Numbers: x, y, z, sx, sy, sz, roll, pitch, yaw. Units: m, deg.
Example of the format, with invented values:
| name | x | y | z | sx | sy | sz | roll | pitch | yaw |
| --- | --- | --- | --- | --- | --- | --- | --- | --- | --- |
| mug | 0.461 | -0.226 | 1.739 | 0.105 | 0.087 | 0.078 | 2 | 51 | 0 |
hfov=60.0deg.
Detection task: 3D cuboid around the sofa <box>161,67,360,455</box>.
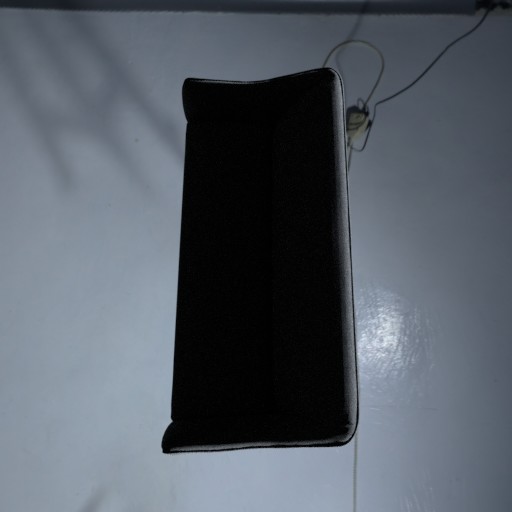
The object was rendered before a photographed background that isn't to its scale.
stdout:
| name | x | y | z | sx | sy | sz | roll | pitch | yaw |
| --- | --- | --- | --- | --- | --- | --- | --- | --- | --- |
| sofa | 0.000 | 0.000 | 2.381 | 0.867 | 0.829 | 1.928 | 0 | 75 | 0 |
